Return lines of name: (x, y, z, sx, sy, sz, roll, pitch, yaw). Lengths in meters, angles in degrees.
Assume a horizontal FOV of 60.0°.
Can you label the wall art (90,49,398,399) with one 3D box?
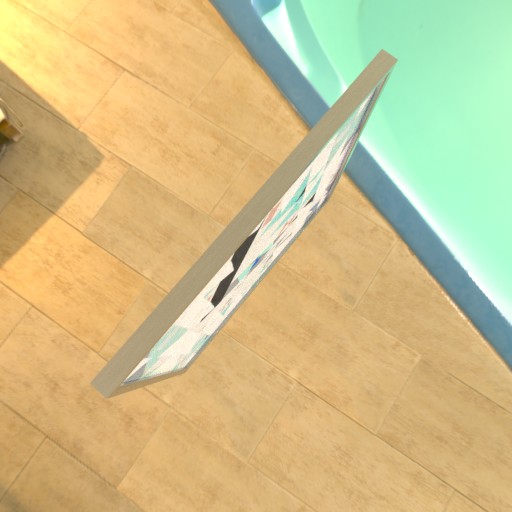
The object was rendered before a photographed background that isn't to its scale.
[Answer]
wall art: (0.000, 0.000, 1.181, 0.038, 0.806, 0.806, 39, 81, 8)
